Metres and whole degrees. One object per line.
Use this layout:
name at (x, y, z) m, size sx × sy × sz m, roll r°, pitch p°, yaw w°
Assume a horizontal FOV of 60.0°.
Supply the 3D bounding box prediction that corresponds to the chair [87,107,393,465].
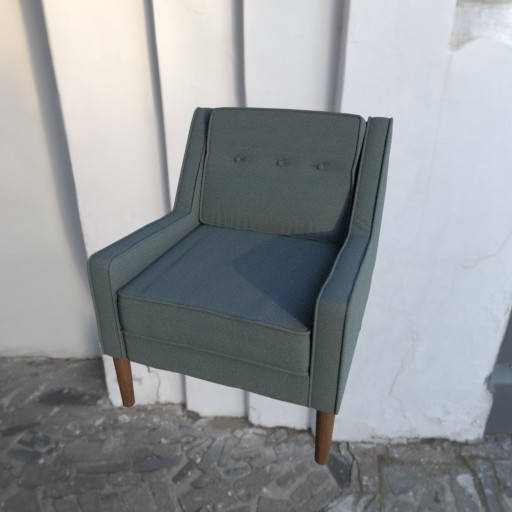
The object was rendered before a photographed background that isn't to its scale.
chair at (0.000, 0.000, 1.325) m, size 0.663 × 0.780 × 0.733 m, roll 9°, pitch 28°, yaw 18°
